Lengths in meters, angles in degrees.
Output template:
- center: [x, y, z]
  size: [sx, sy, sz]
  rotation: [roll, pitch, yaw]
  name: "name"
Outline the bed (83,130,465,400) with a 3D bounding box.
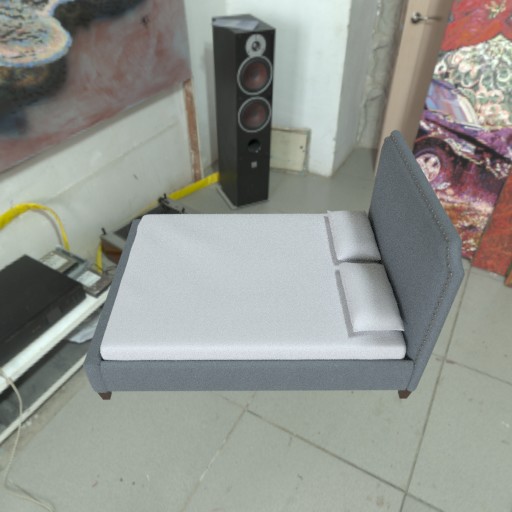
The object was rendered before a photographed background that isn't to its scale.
- center: [0.000, 0.000, 3.474]
  size: [2.372, 1.443, 1.712]
  rotation: [0, 41, 0]
  name: "bed"
